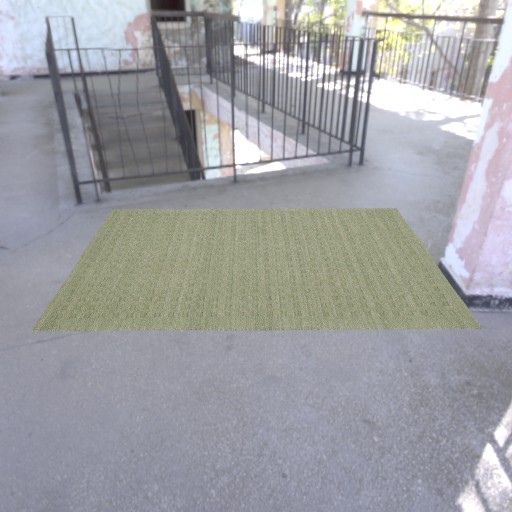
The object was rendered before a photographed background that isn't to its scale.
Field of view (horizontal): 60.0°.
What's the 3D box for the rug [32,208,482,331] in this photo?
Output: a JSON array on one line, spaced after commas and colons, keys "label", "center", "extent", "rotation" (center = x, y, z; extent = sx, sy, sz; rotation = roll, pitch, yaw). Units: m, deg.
[{"label": "rug", "center": [0.000, 0.000, 2.214], "extent": [1.747, 0.006, 1.143], "rotation": [0, 30, -1]}]
